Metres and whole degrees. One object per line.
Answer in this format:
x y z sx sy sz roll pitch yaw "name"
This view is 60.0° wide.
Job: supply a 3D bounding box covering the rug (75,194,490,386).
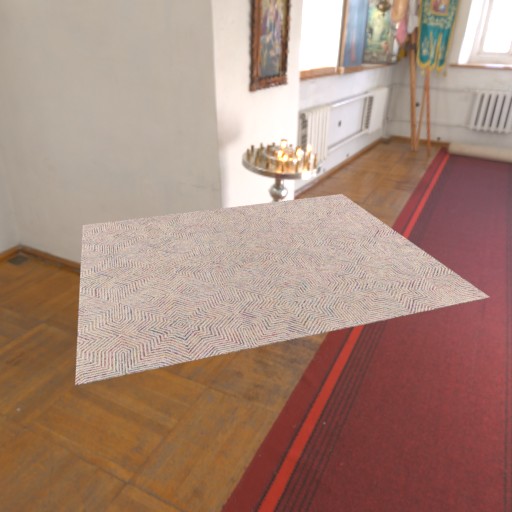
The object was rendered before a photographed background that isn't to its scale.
0.000 0.000 4.063 3.046 0.008 2.442 -9 29 -16 "rug"
